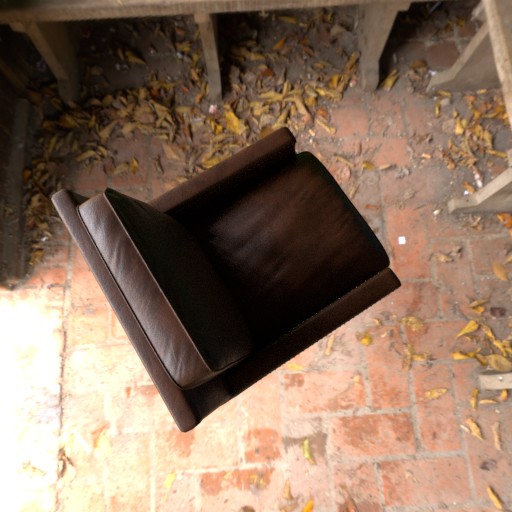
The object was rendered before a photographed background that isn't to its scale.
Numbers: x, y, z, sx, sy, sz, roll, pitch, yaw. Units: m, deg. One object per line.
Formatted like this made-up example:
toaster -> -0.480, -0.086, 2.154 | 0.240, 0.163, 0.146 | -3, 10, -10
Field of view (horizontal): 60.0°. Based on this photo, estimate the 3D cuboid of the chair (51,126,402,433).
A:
chair -> 0.000, 0.000, 1.830 | 1.035, 1.054, 0.854 | -32, 78, -8
